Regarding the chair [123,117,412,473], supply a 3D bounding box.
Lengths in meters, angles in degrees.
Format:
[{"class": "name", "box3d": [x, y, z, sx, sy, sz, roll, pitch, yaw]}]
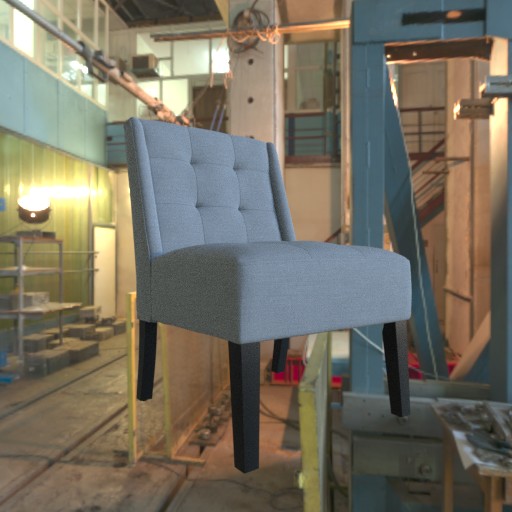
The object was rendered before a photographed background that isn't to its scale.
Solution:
[{"class": "chair", "box3d": [0.000, 0.000, 1.279, 0.569, 0.853, 0.676, 0, 1, -36]}]
